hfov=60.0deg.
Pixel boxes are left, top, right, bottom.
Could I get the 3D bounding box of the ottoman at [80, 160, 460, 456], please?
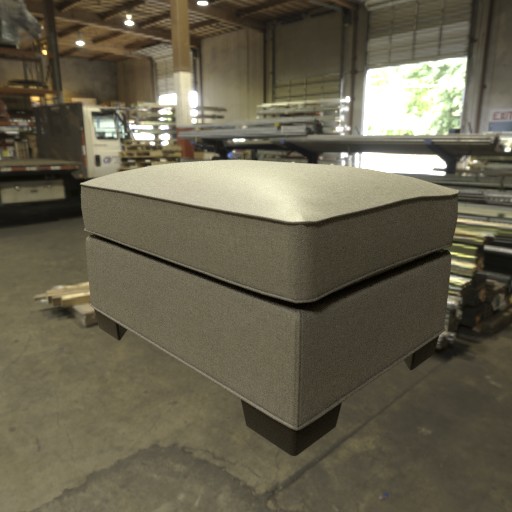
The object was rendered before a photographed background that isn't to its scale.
[{"bbox_3d":[0.000,0.000,1.222,0.619,0.504,0.843,-14,21,-42],"label":"ottoman"}]
